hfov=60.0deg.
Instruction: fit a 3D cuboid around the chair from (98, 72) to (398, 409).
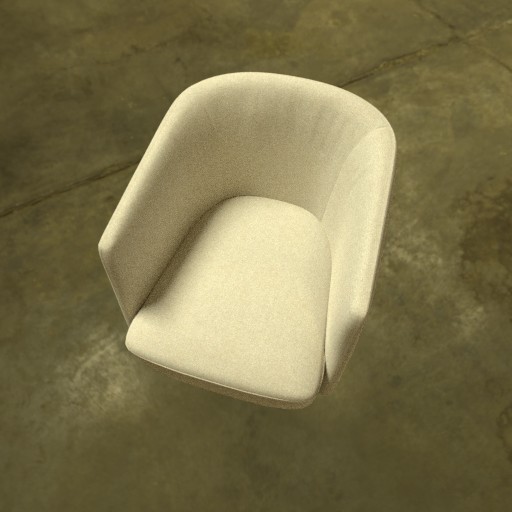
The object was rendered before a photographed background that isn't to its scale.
[{"bbox_3d":[0.000,0.000,1.635,0.822,0.861,0.986,14,58,9],"label":"chair"}]
